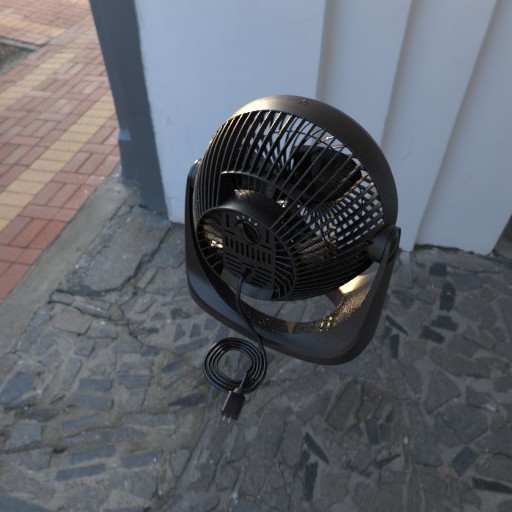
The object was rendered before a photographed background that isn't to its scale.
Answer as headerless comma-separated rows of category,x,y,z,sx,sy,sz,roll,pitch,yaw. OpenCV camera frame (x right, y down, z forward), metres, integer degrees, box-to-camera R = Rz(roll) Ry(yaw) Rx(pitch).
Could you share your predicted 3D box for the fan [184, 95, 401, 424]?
fan,0.000,0.000,0.486,0.273,0.277,0.256,23,50,21
